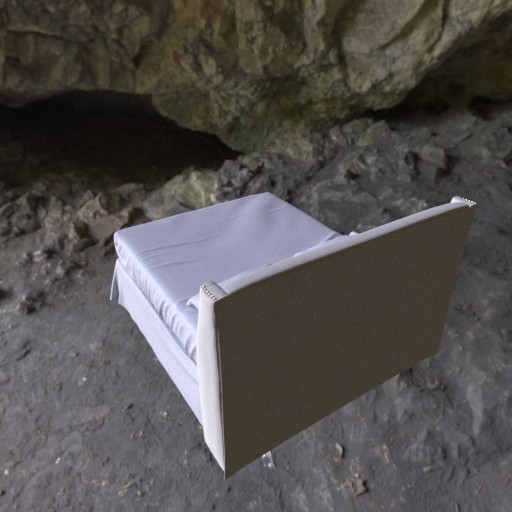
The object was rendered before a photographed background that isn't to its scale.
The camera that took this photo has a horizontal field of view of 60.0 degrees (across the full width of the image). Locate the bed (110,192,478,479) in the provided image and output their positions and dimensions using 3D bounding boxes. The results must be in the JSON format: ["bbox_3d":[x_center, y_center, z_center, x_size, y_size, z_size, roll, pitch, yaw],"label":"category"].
[{"bbox_3d":[0.000,0.000,3.488,1.925,1.332,2.276,-18,35,-28],"label":"bed"}]
